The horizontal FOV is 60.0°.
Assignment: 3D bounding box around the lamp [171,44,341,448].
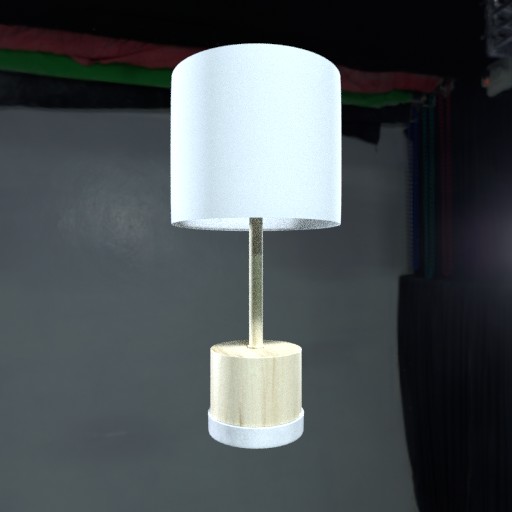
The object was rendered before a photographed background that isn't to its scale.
[{"bbox_3d":[0.000,0.000,0.604,0.229,0.470,0.229,0,-1,-18],"label":"lamp"}]
